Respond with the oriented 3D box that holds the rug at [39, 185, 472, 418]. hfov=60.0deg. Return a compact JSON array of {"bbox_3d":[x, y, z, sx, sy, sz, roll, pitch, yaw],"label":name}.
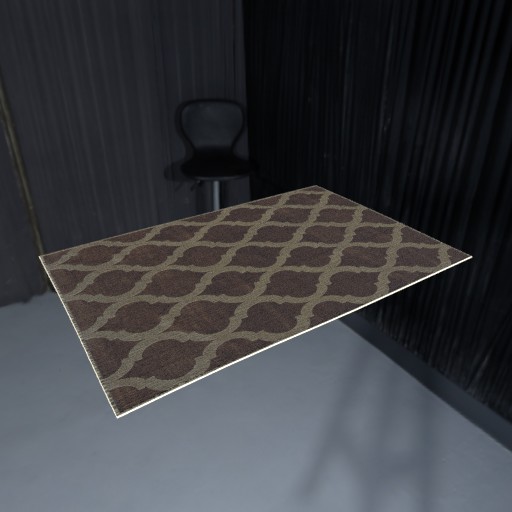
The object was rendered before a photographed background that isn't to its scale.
[{"bbox_3d":[0.000,0.000,2.797,2.284,0.008,1.522,-18,34,-29],"label":"rug"}]
